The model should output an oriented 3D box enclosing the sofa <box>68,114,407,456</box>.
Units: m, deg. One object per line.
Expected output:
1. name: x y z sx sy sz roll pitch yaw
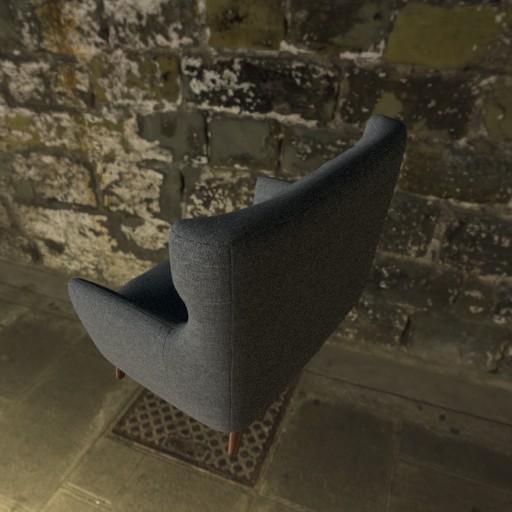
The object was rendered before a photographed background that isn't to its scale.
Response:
1. sofa: 0.000 0.000 1.947 0.874 1.028 1.358 21 38 29
